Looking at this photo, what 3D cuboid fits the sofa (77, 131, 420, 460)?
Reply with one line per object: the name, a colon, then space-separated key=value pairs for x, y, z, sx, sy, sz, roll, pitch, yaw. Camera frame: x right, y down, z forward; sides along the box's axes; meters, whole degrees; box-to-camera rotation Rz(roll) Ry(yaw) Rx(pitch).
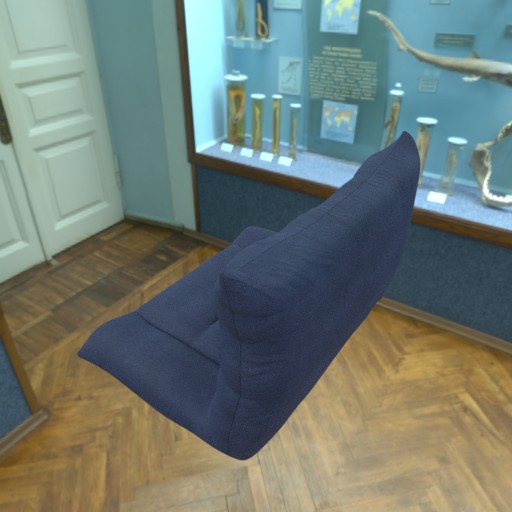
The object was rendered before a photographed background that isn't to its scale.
sofa: x=0.000 y=0.000 z=1.659 sx=0.849 sy=0.778 sz=1.122 roll=21 pitch=38 yaw=29
